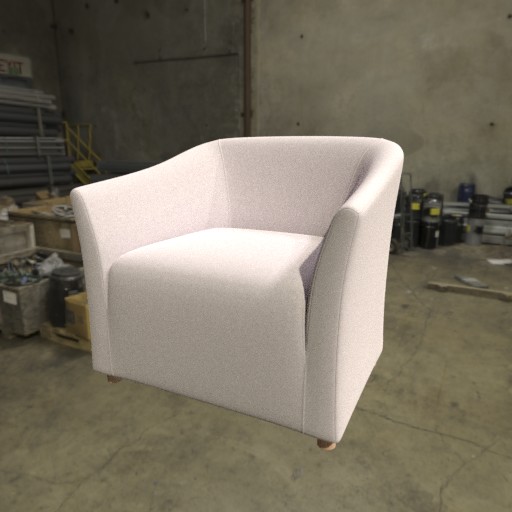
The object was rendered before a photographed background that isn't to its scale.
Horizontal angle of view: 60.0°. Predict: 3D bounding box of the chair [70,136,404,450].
[{"bbox_3d":[0.000,0.000,1.364,0.790,0.720,0.700,7,16,26],"label":"chair"}]
